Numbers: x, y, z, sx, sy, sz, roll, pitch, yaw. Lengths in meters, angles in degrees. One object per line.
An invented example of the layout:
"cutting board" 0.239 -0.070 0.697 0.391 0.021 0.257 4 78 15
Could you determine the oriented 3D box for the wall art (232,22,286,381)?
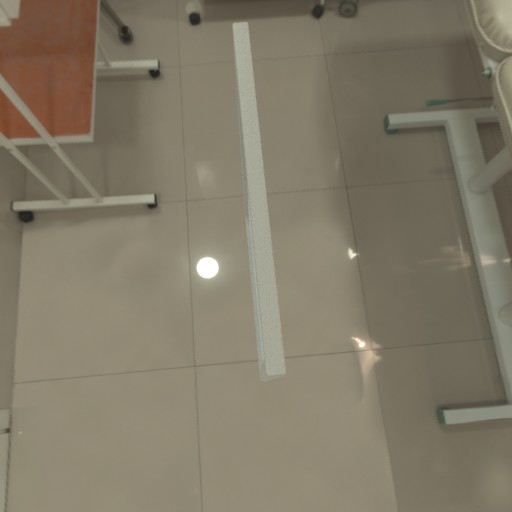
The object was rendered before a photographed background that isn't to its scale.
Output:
"wall art" 0.000 0.000 1.498 0.038 1.183 0.808 -5 74 -1
